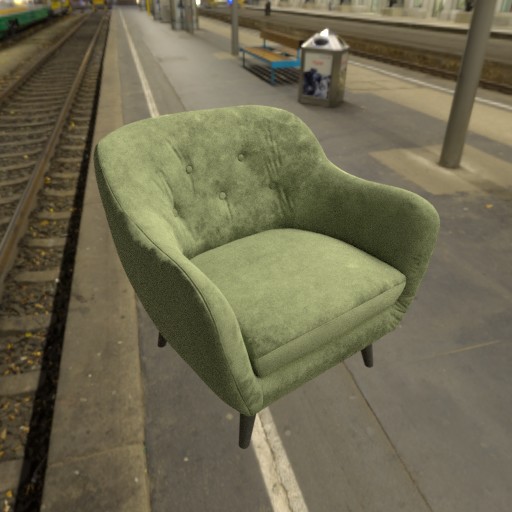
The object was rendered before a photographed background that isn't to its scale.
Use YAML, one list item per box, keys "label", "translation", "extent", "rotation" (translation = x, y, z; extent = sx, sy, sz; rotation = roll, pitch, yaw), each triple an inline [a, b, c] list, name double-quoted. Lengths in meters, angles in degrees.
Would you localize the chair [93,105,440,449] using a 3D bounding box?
- label: "chair"
  translation: [0.000, 0.000, 1.460]
  extent: [0.840, 0.804, 0.819]
  rotation: [-21, 36, -31]
